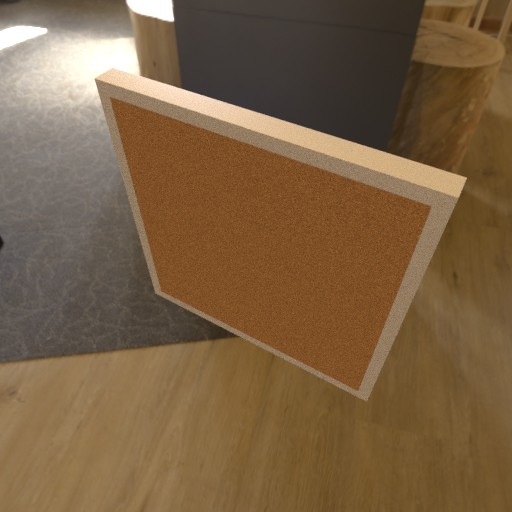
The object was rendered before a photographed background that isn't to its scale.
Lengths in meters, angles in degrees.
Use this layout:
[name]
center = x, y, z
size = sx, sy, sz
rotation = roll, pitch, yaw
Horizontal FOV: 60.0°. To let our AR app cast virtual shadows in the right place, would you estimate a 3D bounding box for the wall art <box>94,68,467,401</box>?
[wall art]
center = 0.000, 0.000, 0.745
size = 0.507, 0.508, 0.038
rotation = 24, 53, 19
